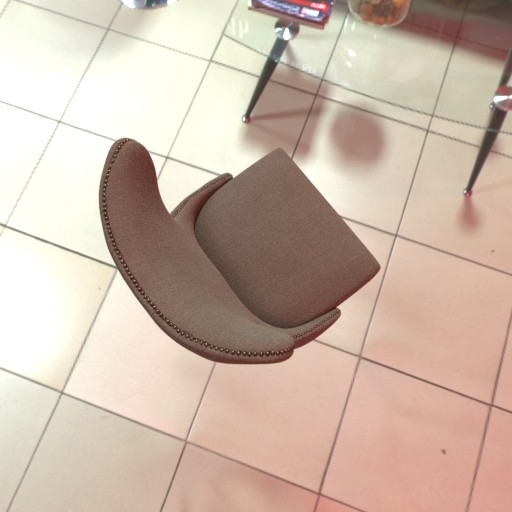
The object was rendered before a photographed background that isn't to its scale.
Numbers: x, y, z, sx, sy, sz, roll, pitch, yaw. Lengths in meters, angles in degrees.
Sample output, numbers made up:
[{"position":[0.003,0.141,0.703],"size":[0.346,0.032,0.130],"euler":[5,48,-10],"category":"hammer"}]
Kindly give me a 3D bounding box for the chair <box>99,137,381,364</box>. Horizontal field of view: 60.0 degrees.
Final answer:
[{"position":[0.000,0.000,1.389],"size":[0.635,0.967,0.628],"euler":[-36,79,-9],"category":"chair"}]
